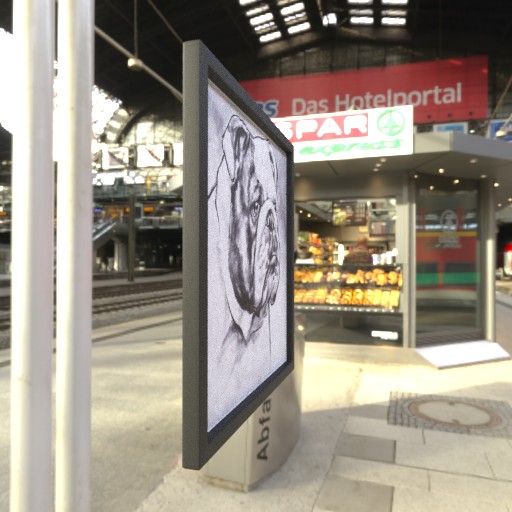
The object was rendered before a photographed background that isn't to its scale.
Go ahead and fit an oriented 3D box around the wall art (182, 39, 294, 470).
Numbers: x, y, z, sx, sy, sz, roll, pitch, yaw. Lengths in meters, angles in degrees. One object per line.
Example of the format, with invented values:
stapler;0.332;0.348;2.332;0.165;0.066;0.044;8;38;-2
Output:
wall art;0.000;0.000;0.684;0.022;0.453;0.456;0;-1;17
